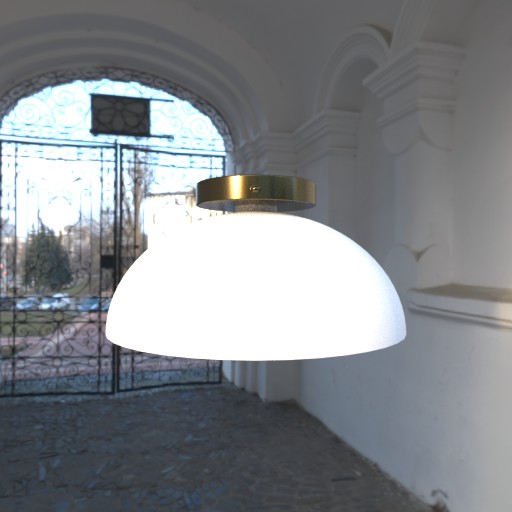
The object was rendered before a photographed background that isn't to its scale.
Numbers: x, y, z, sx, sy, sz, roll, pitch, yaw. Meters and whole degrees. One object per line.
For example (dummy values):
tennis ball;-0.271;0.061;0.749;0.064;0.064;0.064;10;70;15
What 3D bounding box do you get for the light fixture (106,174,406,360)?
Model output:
light fixture;0.000;0.000;0.552;0.355;0.177;0.355;0;0;0
